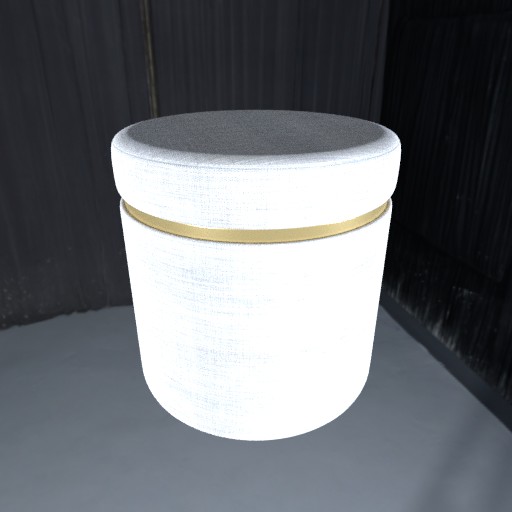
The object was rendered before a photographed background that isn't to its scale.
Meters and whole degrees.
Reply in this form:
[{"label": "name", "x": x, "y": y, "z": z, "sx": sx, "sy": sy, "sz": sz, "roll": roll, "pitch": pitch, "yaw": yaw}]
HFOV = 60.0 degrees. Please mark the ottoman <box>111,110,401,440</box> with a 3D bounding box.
[{"label": "ottoman", "x": 0.000, "y": 0.000, "z": 0.715, "sx": 0.400, "sy": 0.406, "sz": 0.400, "roll": 0, "pitch": 26, "yaw": 0}]
